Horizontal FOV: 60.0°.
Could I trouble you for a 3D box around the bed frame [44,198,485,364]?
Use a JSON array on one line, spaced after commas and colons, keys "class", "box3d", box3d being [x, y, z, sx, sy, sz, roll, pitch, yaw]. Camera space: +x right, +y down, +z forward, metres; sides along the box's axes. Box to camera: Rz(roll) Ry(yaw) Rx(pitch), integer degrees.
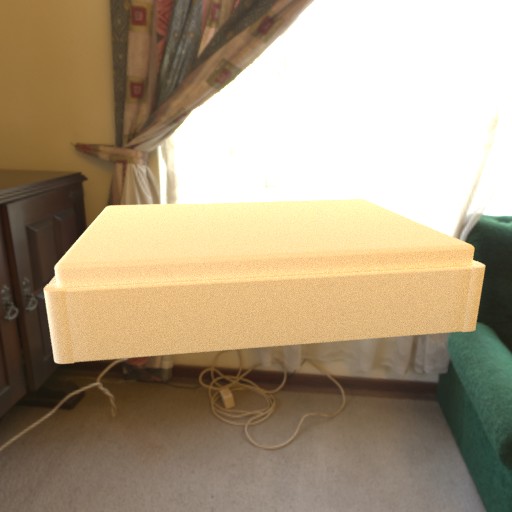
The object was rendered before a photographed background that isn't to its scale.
[{"class": "bed frame", "box3d": [0.000, 0.000, 2.538, 1.900, 0.406, 1.400, -3, 17, -9]}]
